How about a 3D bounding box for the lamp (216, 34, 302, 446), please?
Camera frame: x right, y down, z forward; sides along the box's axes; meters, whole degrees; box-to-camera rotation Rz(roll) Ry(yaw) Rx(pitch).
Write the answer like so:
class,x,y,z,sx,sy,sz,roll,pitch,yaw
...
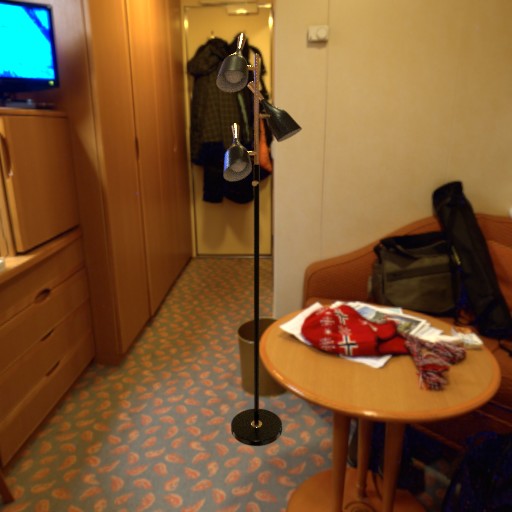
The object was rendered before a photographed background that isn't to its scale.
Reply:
class,x,y,z,sx,sy,sz,roll,pitch,yaw
lamp,0.000,0.000,1.940,0.434,1.778,0.253,-15,22,-42
